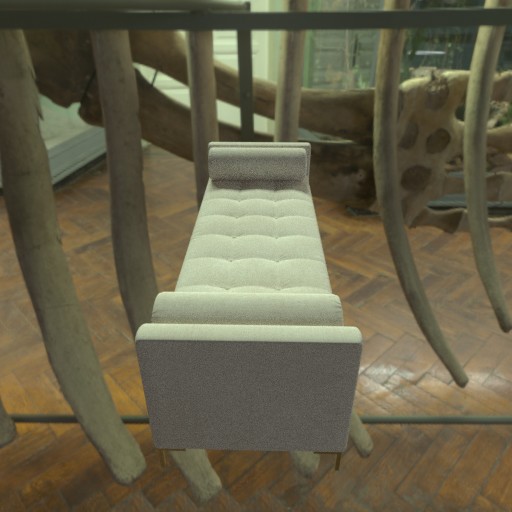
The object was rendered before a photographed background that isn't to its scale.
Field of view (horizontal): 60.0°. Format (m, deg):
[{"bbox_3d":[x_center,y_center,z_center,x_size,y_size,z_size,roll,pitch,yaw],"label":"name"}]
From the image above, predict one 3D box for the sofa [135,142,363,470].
[{"bbox_3d":[0.000,0.000,2.300,0.686,0.635,1.981,1,31,1],"label":"sofa"}]
